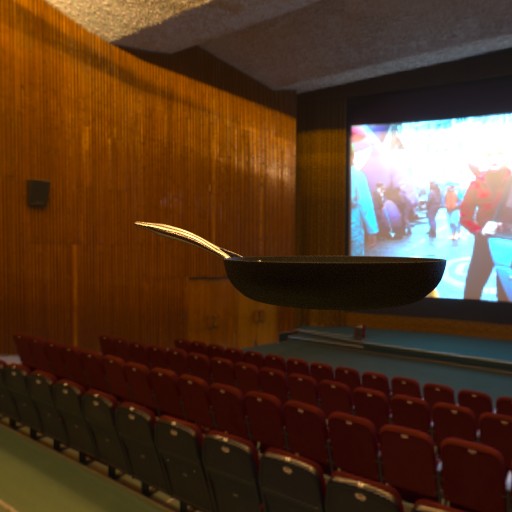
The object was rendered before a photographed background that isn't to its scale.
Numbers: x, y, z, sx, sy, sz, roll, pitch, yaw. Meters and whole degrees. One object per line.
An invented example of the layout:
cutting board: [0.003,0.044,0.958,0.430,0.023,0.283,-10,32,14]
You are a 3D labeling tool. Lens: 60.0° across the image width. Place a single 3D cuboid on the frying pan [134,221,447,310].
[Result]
frying pan: [0.000,0.000,0.591,0.472,0.105,0.255,1,2,35]
